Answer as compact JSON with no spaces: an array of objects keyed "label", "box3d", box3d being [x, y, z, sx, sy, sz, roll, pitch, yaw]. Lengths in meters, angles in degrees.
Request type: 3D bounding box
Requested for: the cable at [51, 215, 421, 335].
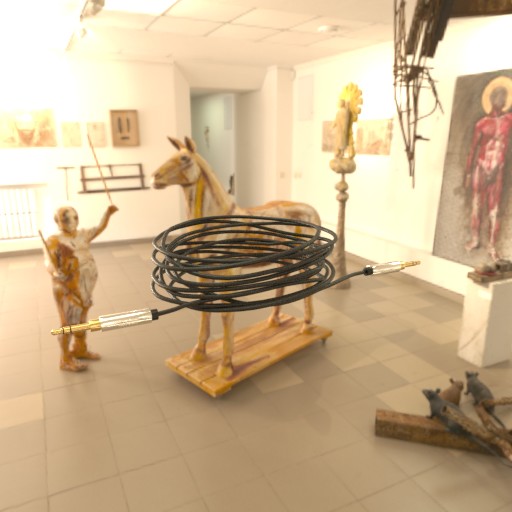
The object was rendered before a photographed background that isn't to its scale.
[{"label":"cable","box3d":[0.000,0.000,0.498,0.432,0.069,0.198,-8,17,-25]}]
